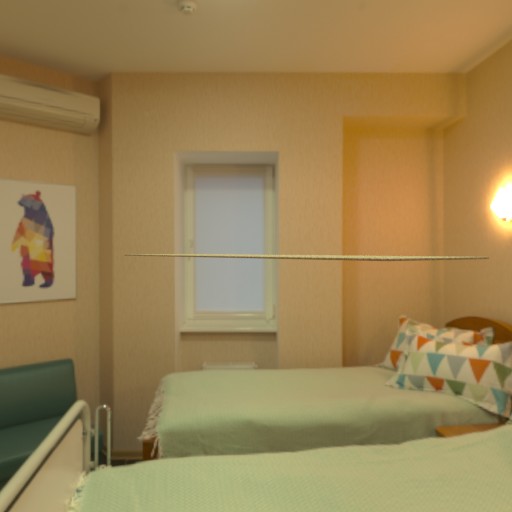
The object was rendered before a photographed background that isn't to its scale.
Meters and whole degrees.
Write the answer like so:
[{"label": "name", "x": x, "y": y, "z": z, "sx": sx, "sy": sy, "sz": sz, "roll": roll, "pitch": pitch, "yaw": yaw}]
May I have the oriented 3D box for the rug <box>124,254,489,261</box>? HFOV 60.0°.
[{"label": "rug", "x": 0.000, "y": 0.000, "z": 2.511, "sx": 0.676, "sy": 0.008, "sz": 2.277, "roll": 0, "pitch": 1, "yaw": -37}]
